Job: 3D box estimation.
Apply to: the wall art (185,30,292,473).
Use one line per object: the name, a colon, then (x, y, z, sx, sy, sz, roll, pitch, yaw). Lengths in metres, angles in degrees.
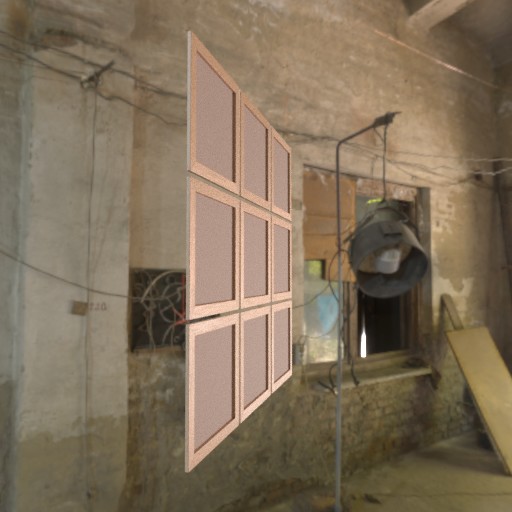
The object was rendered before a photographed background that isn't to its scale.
wall art: (0.000, 0.000, 2.232, 0.014, 1.507, 1.519, -1, -3, 18)
